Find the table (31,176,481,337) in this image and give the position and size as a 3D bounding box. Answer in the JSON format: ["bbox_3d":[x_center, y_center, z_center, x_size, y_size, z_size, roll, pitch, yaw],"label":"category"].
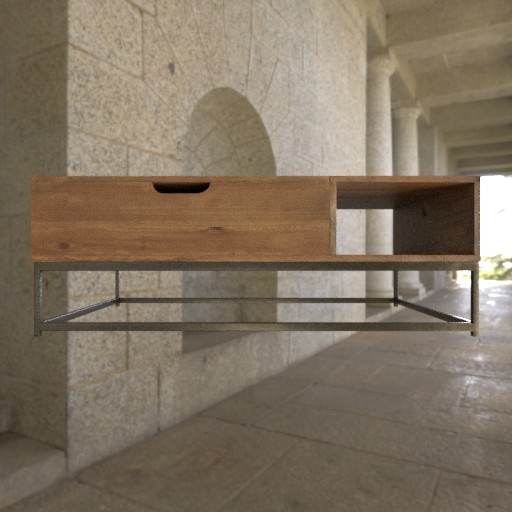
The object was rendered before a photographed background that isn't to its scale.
[{"bbox_3d":[0.000,0.000,1.411,1.101,0.395,0.655,0,0,0],"label":"table"}]
